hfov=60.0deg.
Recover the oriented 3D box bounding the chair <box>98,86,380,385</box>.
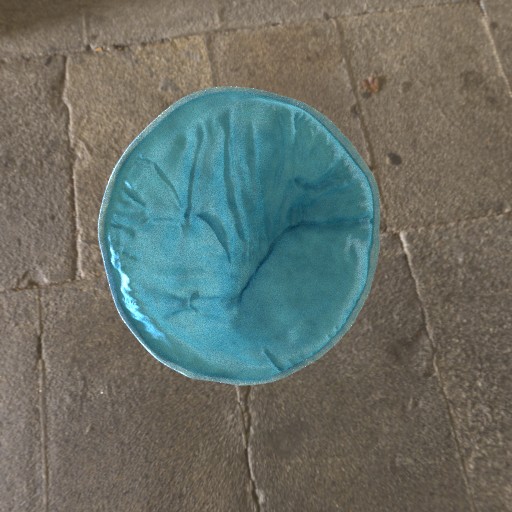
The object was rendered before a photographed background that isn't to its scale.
[{"bbox_3d":[0.000,0.000,0.890,0.465,0.478,0.520,35,78,8],"label":"chair"}]
